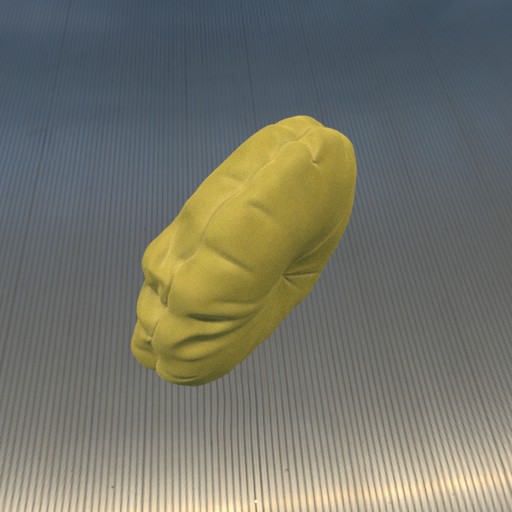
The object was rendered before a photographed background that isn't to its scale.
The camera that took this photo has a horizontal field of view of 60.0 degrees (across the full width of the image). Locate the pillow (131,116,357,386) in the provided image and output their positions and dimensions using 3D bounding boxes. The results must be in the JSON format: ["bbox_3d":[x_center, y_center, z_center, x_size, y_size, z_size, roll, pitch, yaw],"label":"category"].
[{"bbox_3d":[0.000,0.000,0.644,0.148,0.407,0.428,36,67,18],"label":"pillow"}]
